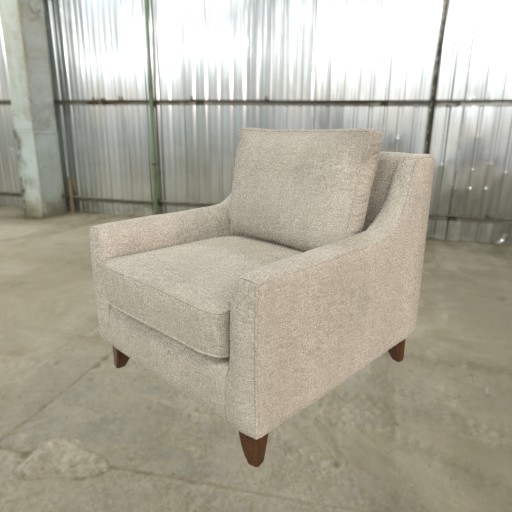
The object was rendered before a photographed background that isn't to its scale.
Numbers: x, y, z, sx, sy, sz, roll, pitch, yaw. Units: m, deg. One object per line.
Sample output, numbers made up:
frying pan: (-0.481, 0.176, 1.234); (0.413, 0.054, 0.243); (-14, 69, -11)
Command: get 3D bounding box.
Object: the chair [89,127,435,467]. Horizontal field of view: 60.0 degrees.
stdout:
chair: (0.000, 0.000, 1.559); (0.838, 0.864, 0.918); (16, 23, 42)
